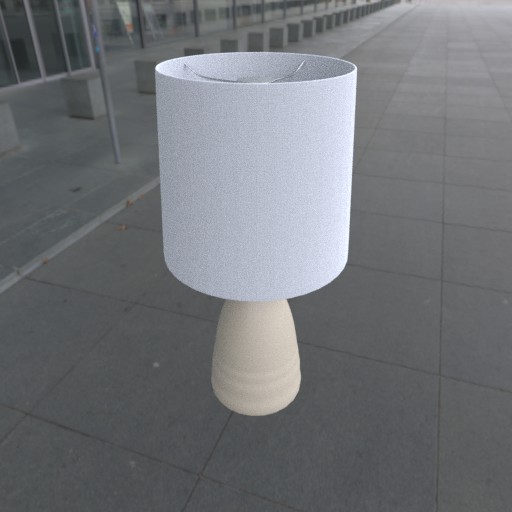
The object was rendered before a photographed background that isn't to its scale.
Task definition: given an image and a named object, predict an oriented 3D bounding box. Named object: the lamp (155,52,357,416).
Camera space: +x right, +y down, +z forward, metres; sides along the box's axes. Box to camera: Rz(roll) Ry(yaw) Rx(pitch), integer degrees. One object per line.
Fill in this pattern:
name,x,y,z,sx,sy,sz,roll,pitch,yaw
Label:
lamp,0.000,0.000,0.462,0.186,0.369,0.186,0,31,0
